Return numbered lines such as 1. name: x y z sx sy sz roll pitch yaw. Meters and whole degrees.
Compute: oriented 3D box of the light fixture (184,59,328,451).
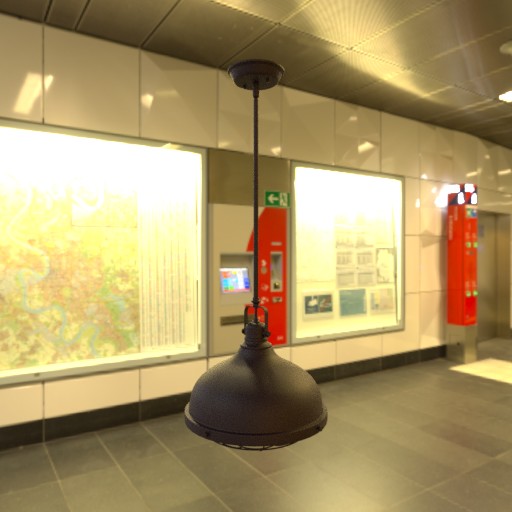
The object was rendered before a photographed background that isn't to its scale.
1. light fixture: 0.000 0.000 1.020 0.341 0.849 0.341 0 0 37
